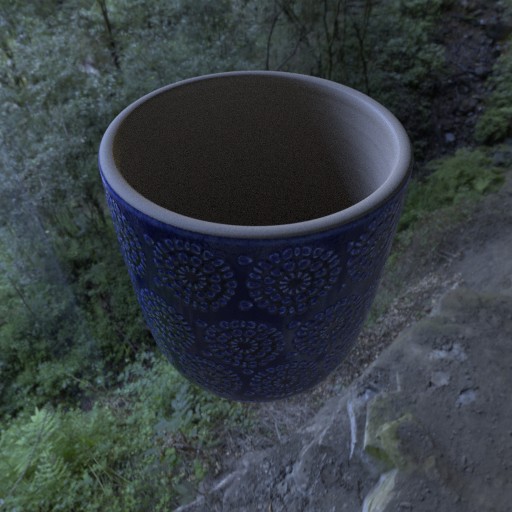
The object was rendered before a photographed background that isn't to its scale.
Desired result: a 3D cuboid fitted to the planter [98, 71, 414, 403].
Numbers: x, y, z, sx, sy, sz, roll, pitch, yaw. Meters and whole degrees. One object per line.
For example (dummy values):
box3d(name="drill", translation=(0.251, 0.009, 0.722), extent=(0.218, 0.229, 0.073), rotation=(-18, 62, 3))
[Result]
box3d(name="planter", translation=(0.000, 0.000, 0.334), extent=(0.184, 0.206, 0.184), rotation=(0, 45, 0))
